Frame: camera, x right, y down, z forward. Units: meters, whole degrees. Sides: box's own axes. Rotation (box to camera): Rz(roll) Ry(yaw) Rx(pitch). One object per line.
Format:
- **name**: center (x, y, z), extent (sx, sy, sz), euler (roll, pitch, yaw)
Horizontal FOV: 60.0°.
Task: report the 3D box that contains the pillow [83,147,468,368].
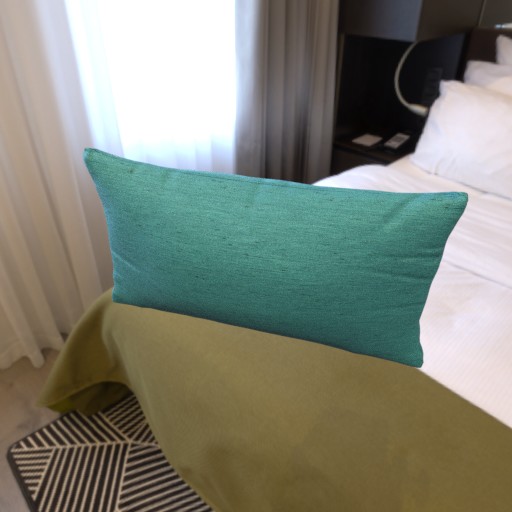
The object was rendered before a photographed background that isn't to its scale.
- **pillow**: center (0.000, 0.000, 0.793), extent (0.633, 0.338, 0.210), euler (10, 34, 14)
